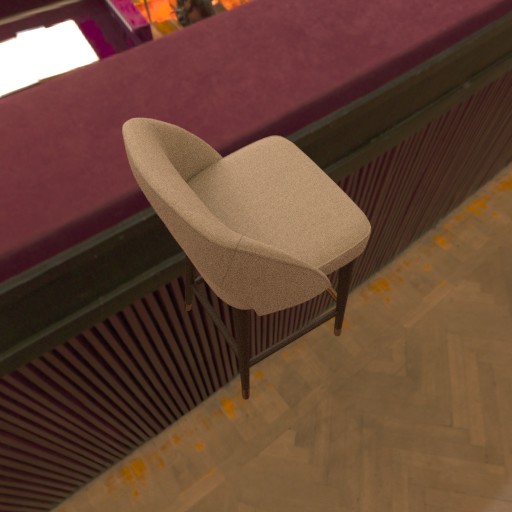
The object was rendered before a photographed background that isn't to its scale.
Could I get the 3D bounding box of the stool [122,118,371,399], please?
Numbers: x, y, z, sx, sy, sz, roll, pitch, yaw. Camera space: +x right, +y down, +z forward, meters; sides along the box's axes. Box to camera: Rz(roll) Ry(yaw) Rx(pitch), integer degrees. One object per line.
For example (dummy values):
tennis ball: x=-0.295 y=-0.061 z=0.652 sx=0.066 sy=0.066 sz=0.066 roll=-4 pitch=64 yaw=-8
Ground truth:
stool: x=0.000 y=0.000 z=1.324 sx=0.509 sy=1.037 sz=0.494 roll=-30 pitch=63 yaw=-17
